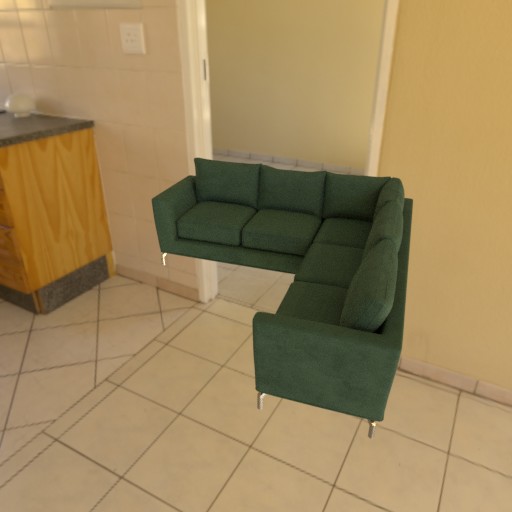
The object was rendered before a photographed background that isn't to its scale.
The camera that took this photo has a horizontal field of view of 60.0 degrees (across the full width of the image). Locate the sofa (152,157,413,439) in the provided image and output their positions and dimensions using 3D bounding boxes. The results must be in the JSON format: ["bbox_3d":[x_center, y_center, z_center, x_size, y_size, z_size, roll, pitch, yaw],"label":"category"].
[{"bbox_3d":[0.000,0.000,3.834,2.468,1.004,2.452,9,29,17],"label":"sofa"}]
